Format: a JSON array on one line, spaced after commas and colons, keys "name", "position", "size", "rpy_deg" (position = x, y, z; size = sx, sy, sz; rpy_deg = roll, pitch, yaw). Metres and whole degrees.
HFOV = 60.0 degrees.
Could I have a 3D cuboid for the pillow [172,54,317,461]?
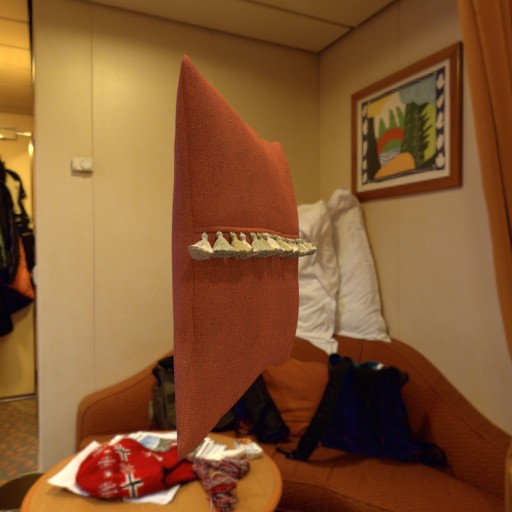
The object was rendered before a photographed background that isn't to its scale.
[{"name": "pillow", "position": [0.000, 0.000, 0.745], "size": [0.165, 0.482, 0.490], "rpy_deg": [0, 1, 18]}]
